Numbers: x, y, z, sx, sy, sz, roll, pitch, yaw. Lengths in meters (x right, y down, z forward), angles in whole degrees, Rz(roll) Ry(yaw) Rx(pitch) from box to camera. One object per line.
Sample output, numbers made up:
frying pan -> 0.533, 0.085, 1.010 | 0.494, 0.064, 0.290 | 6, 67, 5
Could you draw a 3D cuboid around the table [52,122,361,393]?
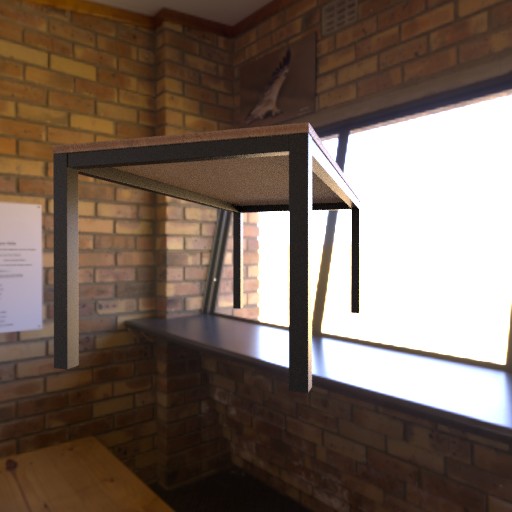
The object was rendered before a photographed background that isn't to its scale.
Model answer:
table -> 0.000, 0.000, 2.251 | 0.893, 0.767, 1.805 | 0, 0, 18
